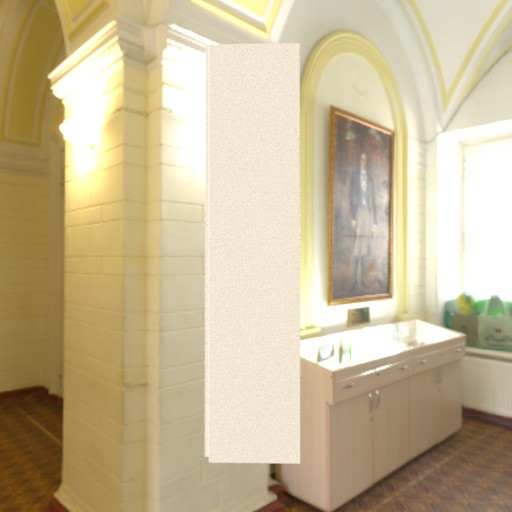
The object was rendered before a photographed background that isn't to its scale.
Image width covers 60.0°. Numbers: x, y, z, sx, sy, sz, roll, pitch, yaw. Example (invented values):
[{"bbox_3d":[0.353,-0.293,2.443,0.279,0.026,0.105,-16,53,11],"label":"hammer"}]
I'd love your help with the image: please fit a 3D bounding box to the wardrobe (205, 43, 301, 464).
[{"bbox_3d":[0.000,0.000,3.992,0.580,2.360,3.000,0,-1,2],"label":"wardrobe"}]
